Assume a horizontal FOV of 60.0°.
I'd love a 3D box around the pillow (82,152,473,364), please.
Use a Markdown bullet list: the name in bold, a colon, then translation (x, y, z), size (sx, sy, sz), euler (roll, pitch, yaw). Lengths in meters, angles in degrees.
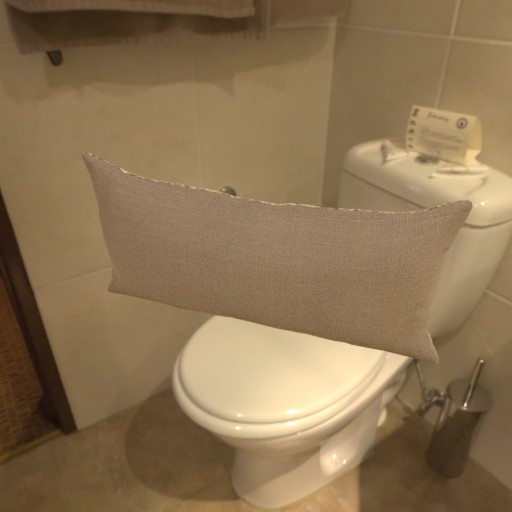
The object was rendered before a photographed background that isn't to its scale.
- **pillow**: translation (0.000, 0.000, 0.736), size (0.631, 0.290, 0.148), euler (10, 33, 16)
